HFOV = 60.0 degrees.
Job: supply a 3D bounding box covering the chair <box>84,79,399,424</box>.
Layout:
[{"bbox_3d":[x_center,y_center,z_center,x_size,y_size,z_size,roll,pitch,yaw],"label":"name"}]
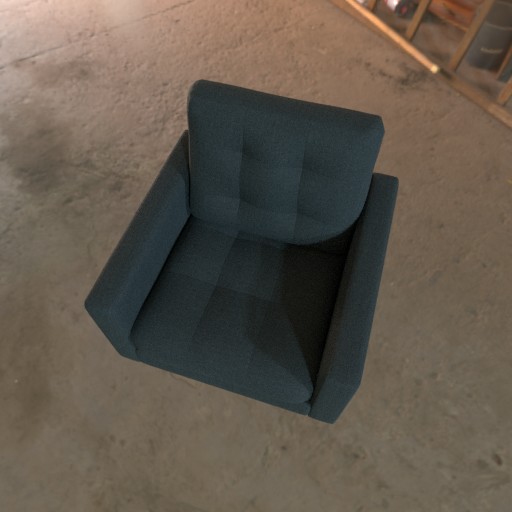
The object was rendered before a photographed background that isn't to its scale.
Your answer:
[{"bbox_3d":[0.000,0.000,1.527,0.821,0.880,0.843,15,59,9],"label":"chair"}]
